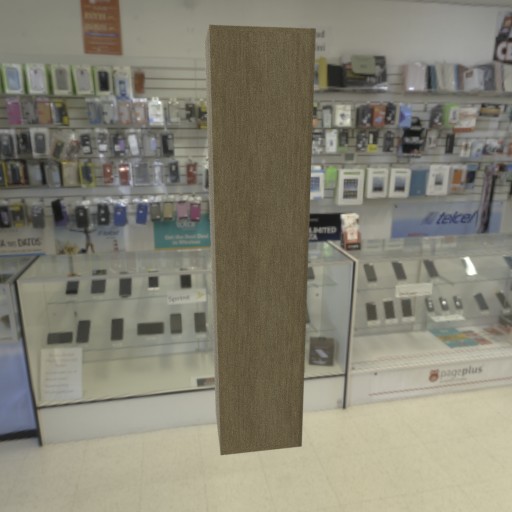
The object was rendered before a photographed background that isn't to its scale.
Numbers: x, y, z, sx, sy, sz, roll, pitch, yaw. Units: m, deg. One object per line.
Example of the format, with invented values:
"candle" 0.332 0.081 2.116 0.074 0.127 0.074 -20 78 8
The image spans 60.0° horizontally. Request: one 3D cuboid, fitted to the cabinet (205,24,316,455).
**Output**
"cabinet" 0.000 0.000 1.550 0.300 1.400 0.270 -2 16 -9
